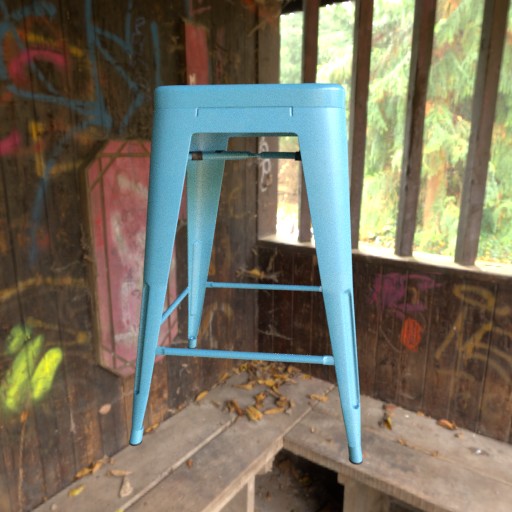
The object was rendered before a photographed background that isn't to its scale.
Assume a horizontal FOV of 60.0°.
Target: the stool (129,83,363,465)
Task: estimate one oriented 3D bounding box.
[{"bbox_3d":[0.000,0.000,0.885,0.410,0.608,0.410,2,14,7],"label":"stool"}]
